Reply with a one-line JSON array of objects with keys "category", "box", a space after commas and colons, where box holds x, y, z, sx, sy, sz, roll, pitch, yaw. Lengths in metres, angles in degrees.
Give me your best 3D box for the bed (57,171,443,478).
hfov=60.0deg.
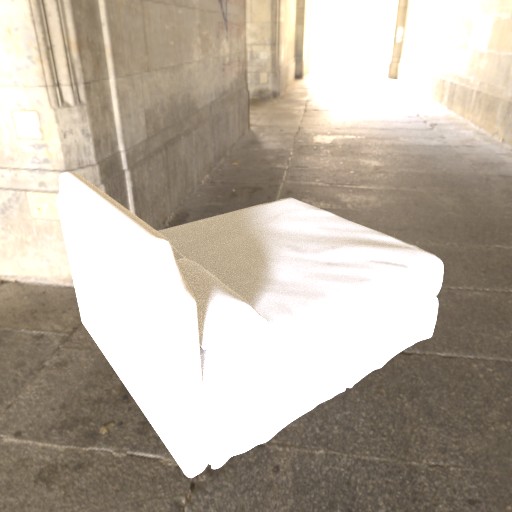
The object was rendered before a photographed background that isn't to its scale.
[{"category": "bed", "box": [0.000, 0.000, 3.766, 2.548, 1.524, 2.134, -18, 32, -32]}]
